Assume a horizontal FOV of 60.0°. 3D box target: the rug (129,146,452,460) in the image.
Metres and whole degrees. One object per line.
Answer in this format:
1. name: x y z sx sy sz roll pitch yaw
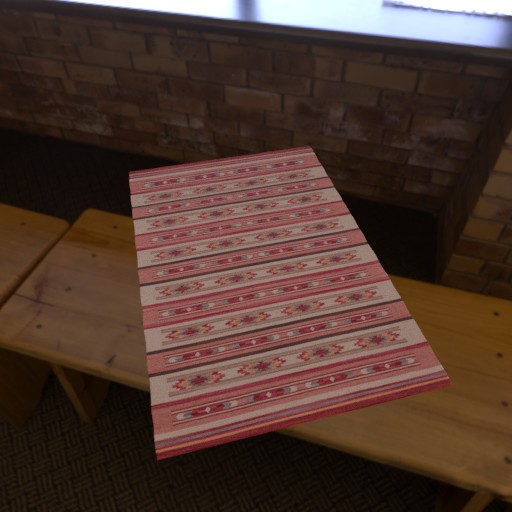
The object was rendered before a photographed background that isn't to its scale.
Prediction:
1. rug: 0.000 0.000 2.333 1.223 0.008 1.817 -10 48 -10
